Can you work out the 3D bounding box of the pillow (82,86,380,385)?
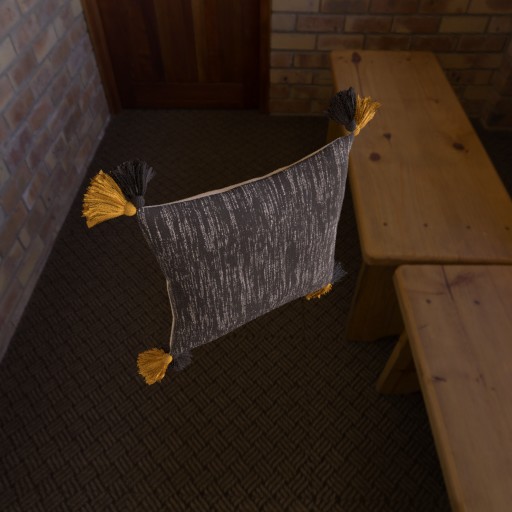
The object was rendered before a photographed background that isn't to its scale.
[{"bbox_3d":[0.000,0.000,1.002,0.654,0.659,0.139,-23,51,-20],"label":"pillow"}]
